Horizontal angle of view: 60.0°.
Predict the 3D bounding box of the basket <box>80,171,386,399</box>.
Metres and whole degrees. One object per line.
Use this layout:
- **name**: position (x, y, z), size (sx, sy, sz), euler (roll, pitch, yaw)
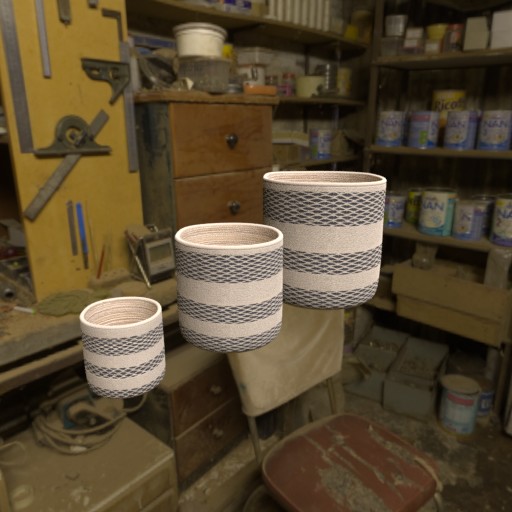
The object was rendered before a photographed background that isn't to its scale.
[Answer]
- **basket**: position (0.000, 0.000, 1.115), size (0.351, 0.356, 0.917), euler (15, 22, 41)
